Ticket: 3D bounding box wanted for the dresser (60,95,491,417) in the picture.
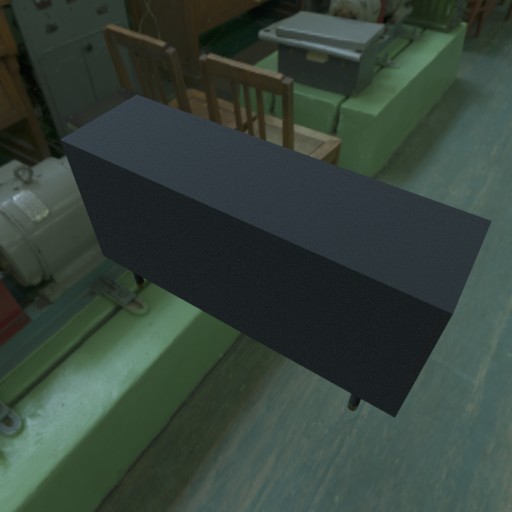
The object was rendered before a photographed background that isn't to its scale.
[{"bbox_3d":[0.000,0.000,1.931,1.558,0.872,0.463,25,52,22],"label":"dresser"}]
